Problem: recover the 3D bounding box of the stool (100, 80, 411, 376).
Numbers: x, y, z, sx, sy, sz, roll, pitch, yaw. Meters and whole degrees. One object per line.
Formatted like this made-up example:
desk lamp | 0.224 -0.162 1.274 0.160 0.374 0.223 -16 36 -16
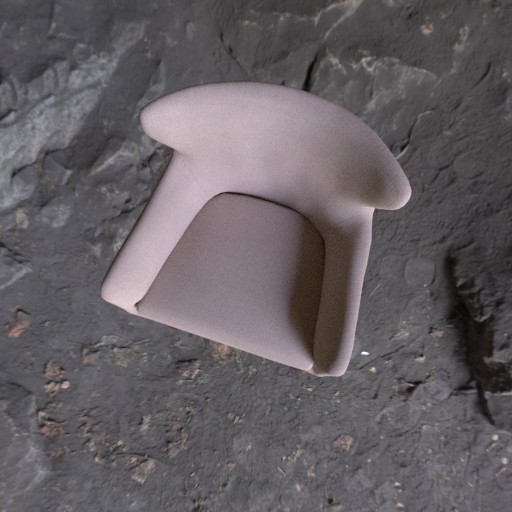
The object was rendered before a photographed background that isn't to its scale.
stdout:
stool | 0.000 0.000 1.348 0.601 0.951 0.570 18 75 5
